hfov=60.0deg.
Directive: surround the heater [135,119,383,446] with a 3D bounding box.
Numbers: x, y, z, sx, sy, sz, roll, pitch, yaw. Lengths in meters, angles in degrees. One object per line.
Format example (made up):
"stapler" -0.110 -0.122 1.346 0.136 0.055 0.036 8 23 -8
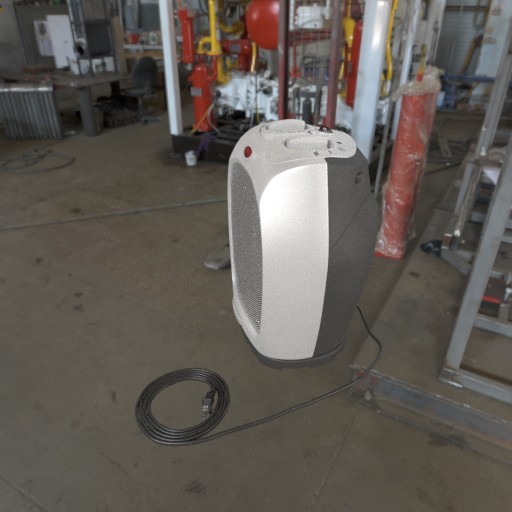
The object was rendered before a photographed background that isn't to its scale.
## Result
"heater" 0.000 0.000 0.475 0.291 0.255 0.239 -8 31 -13
